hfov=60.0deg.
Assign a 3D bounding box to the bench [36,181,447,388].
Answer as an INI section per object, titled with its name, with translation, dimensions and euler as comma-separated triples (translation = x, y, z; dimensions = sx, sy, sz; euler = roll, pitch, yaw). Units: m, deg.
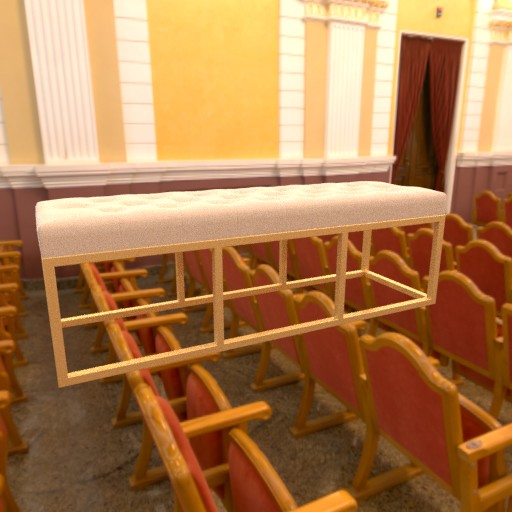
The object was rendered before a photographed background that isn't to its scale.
[bench]
translation = 0.000, 0.000, 1.698
dimensions = 1.473, 0.484, 0.457
euler = -7, 17, -25
